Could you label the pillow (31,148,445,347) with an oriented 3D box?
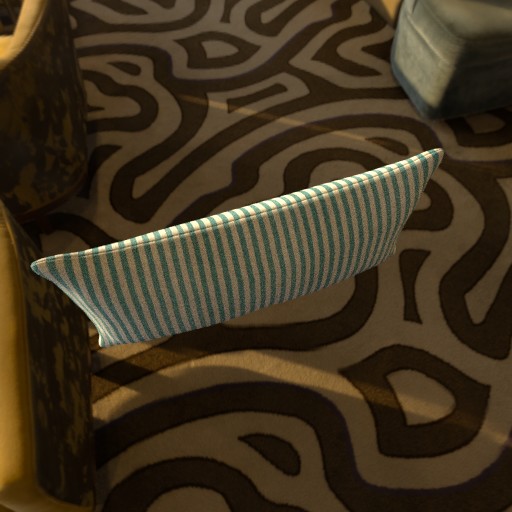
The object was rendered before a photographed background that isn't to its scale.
[{"bbox_3d":[0.000,0.000,0.748,0.617,0.295,0.151,-17,60,-10],"label":"pillow"}]
